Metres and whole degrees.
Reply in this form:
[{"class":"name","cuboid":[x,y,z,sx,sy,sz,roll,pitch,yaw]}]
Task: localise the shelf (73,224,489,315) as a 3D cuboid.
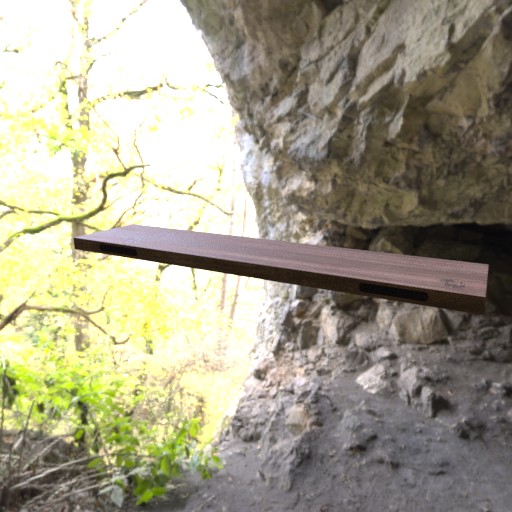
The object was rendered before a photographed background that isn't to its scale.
[{"class":"shelf","cuboid":[0.000,0.000,0.655,0.610,0.020,0.140,8,17,27]}]
